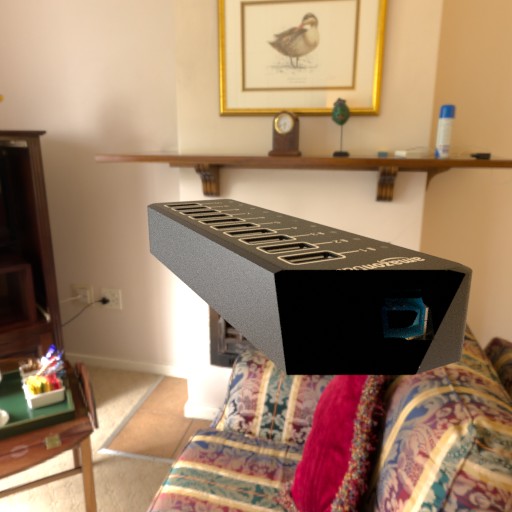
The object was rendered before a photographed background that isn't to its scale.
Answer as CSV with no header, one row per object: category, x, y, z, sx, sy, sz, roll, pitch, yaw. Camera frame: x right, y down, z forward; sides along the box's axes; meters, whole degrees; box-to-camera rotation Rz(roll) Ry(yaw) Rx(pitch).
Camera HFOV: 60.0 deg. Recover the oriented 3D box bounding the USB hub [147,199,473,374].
USB hub,0.000,0.000,0.158,0.044,0.023,0.145,-7,16,-26
